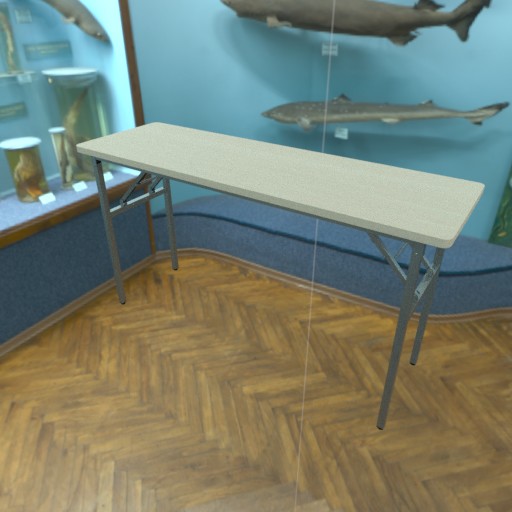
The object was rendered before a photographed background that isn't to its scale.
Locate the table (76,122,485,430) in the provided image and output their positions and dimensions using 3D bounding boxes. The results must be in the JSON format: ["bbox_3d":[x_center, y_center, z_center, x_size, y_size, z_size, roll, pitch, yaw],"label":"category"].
[{"bbox_3d":[0.000,0.000,1.718,1.397,0.750,0.446,19,35,29],"label":"table"}]
